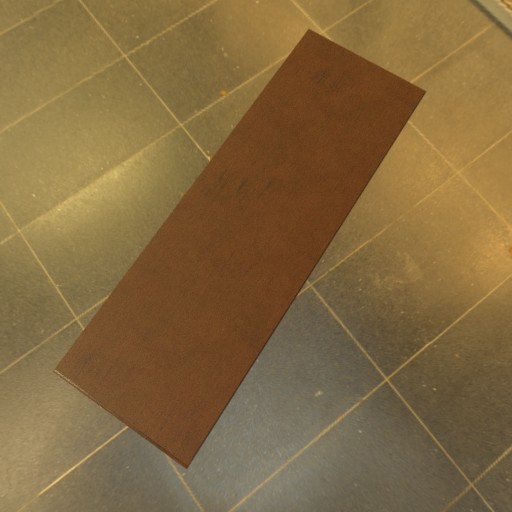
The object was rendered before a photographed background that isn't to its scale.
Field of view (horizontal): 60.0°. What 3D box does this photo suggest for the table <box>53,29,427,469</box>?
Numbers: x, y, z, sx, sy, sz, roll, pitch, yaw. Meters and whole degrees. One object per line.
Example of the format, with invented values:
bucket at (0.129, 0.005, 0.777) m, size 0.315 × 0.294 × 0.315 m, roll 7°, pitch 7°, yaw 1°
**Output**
table at (0.000, 0.000, 1.539) m, size 0.399 × 0.763 × 1.197 m, roll 32°, pitch 77°, yaw 8°
